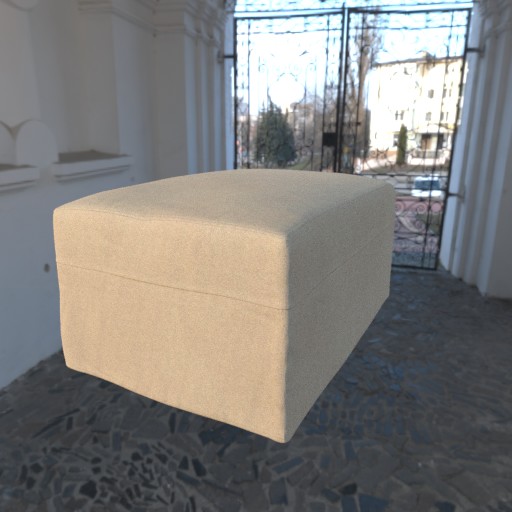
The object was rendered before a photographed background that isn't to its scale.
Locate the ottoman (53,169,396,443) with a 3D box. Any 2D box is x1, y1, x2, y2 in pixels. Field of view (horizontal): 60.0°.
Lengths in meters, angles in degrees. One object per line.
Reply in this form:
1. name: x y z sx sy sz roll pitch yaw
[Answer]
1. ottoman: 0.000 0.000 1.216 0.590 0.444 0.872 8 18 27
